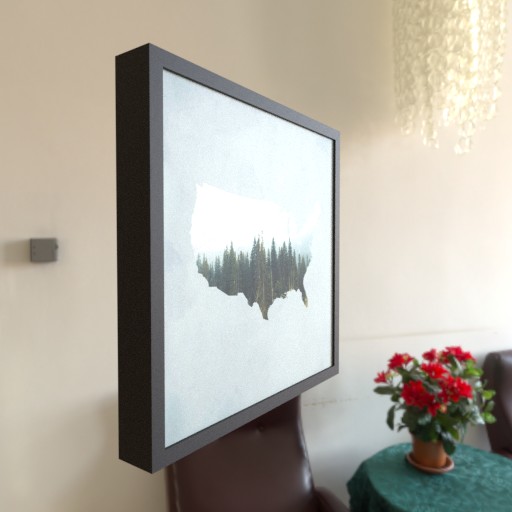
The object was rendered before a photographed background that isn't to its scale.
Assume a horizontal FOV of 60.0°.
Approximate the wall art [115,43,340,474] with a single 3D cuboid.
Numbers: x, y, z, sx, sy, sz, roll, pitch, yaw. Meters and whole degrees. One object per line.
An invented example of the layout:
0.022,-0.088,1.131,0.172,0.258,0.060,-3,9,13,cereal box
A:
0.000,0.000,0.446,0.038,0.304,0.304,1,2,36,wall art
